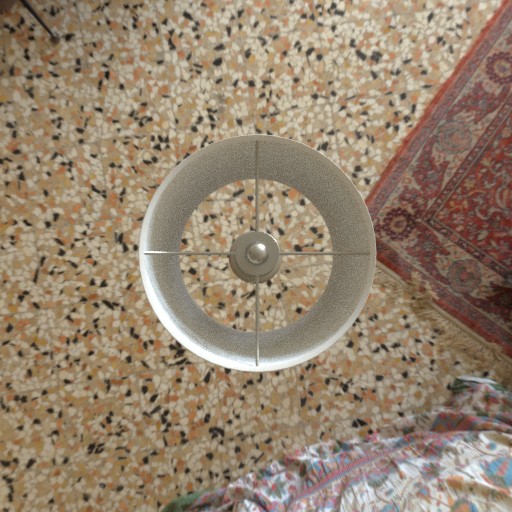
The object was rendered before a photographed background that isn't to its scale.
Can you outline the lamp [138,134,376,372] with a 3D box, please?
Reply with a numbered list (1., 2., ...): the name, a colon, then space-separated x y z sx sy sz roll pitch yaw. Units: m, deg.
1. lamp: 0.000 0.000 0.803 0.254 0.690 0.254 0 89 0
